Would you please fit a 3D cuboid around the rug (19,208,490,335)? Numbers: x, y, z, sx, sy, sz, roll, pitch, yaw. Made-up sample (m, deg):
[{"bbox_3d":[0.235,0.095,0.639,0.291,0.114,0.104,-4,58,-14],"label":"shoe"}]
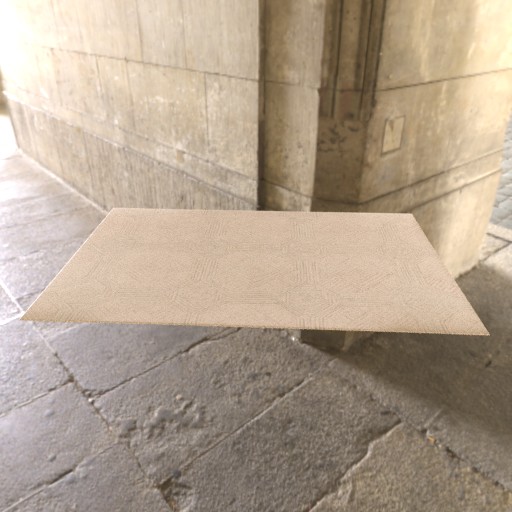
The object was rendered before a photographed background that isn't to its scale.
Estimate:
[{"bbox_3d":[0.000,0.000,2.956,2.440,0.008,1.524,1,29,3],"label":"rug"}]
